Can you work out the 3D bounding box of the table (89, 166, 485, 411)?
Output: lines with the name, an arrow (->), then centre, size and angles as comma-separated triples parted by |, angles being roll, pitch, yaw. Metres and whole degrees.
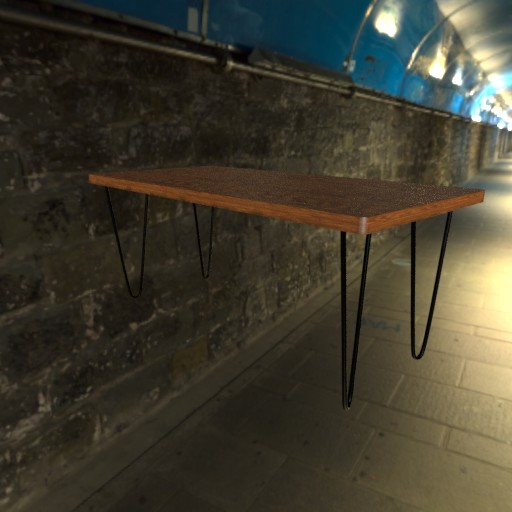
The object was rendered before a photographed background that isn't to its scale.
table -> 0.000, 0.000, 2.231 | 0.883, 0.753, 1.791 | -15, 21, -42
